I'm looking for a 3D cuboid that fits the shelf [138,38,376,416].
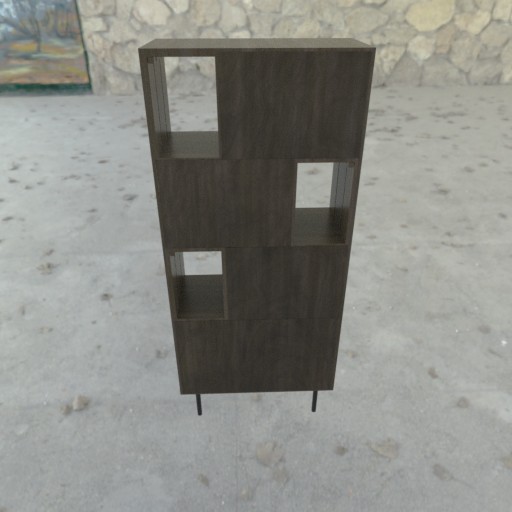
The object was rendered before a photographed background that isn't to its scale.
[{"bbox_3d":[0.000,0.000,1.774,0.670,1.545,0.323,-1,31,-2],"label":"shelf"}]
